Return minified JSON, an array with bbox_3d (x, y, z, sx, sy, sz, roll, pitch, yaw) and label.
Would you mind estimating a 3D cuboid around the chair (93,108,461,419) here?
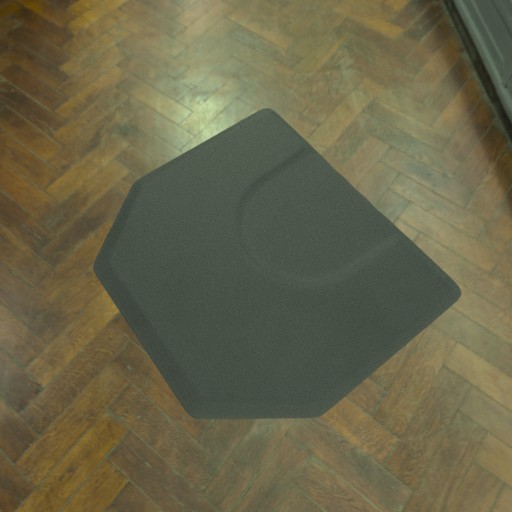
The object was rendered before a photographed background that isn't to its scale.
[{"bbox_3d":[0.000,0.000,1.967,1.219,0.024,1.372,-34,68,-16],"label":"chair"}]
